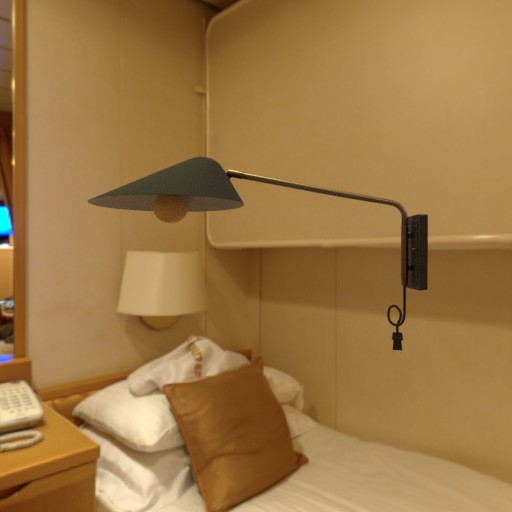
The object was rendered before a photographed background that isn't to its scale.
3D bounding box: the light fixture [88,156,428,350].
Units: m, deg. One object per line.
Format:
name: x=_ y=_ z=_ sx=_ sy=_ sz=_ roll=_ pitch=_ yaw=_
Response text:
light fixture: x=0.000 y=0.000 z=0.702 sx=0.516 sy=0.312 sz=0.240 roll=0 pitch=0 yaw=0
